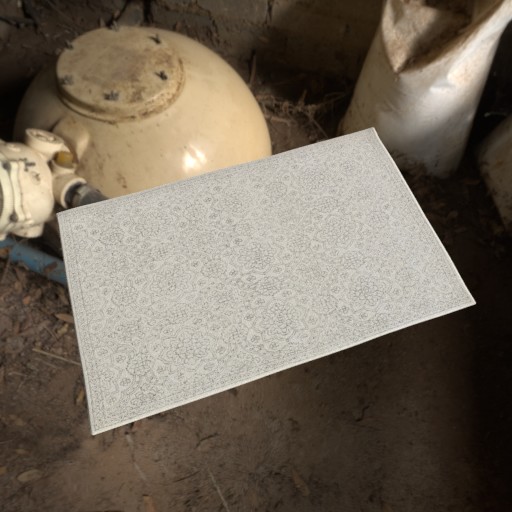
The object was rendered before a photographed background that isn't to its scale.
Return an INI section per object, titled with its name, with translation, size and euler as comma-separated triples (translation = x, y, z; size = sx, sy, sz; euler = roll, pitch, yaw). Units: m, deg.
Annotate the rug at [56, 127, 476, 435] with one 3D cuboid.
[rug]
translation = 0.000, 0.000, 2.349
size = 1.947, 0.023, 1.214
euler = -17, 65, -8
